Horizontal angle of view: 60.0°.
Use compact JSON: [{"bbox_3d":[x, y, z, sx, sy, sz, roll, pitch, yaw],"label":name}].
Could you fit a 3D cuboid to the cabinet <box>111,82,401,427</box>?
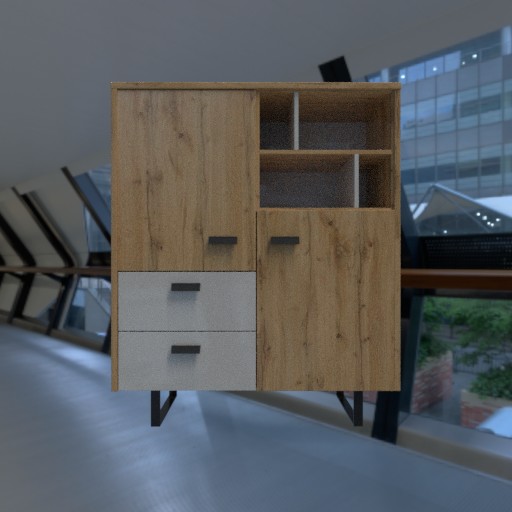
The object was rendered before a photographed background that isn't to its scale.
[{"bbox_3d":[0.000,0.000,1.999,1.168,1.397,0.473,0,0,0],"label":"cabinet"}]
